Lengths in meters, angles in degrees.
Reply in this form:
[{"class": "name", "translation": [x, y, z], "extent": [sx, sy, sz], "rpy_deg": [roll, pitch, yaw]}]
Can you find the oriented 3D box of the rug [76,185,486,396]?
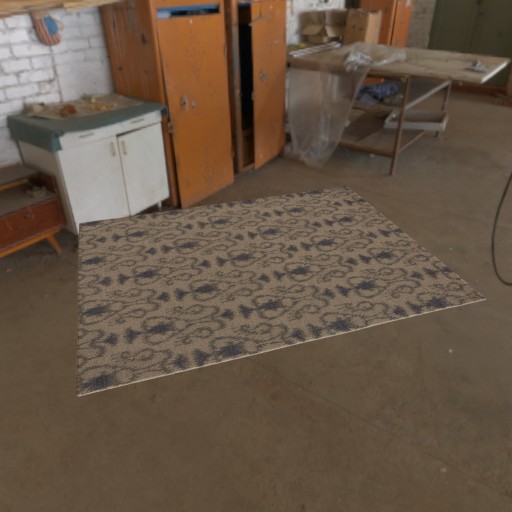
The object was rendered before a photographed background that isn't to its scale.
[{"class": "rug", "translation": [0.000, 0.000, 4.200], "extent": [3.205, 0.015, 2.437], "rpy_deg": [-10, 34, -15]}]
